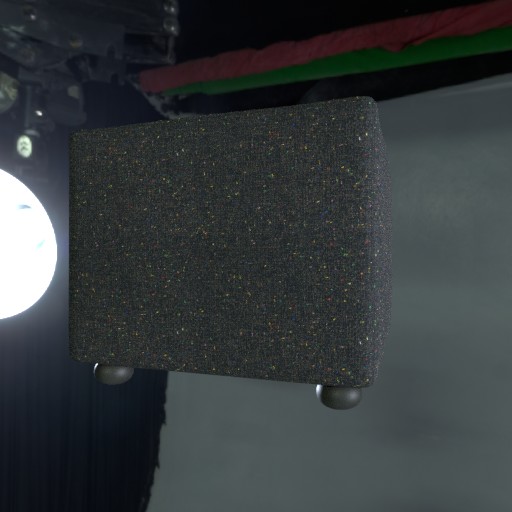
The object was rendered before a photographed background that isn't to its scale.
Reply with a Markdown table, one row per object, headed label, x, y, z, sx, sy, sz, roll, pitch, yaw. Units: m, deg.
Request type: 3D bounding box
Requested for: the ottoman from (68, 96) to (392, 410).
| label | x | y | z | sx | sy | sz | roll | pitch | yaw |
| --- | --- | --- | --- | --- | --- | --- | --- | --- | --- |
| ottoman | 0.000 | 0.000 | 0.877 | 0.508 | 0.432 | 0.508 | 0 | 0 | 19 |
